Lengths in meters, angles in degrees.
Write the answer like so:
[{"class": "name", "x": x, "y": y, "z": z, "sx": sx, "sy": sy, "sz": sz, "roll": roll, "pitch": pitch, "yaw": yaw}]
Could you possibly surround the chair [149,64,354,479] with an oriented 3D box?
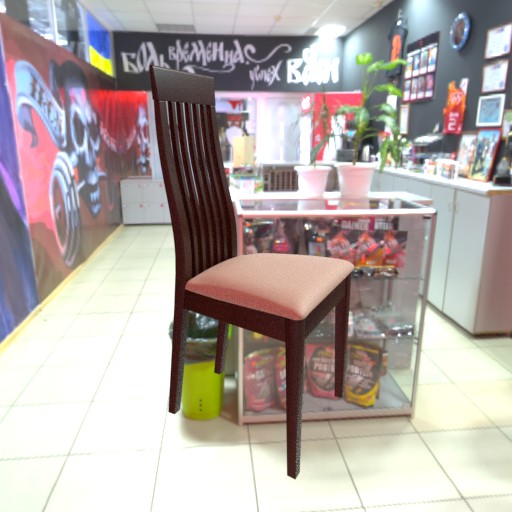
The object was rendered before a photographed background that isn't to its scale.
[{"class": "chair", "x": 0.000, "y": 0.000, "z": 1.291, "sx": 0.474, "sy": 1.027, "sz": 0.460, "roll": 8, "pitch": 17, "yaw": 26}]
